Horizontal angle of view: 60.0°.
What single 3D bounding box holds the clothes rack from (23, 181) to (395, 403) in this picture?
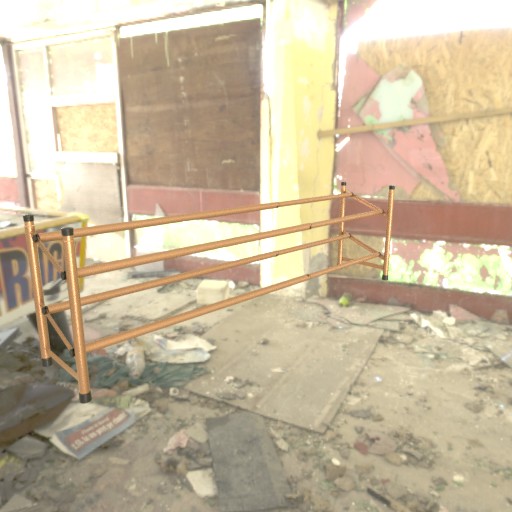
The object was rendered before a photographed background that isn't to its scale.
[{"bbox_3d":[0.000,0.000,1.295,1.168,0.349,0.229,-14,20,-43],"label":"clothes rack"}]
